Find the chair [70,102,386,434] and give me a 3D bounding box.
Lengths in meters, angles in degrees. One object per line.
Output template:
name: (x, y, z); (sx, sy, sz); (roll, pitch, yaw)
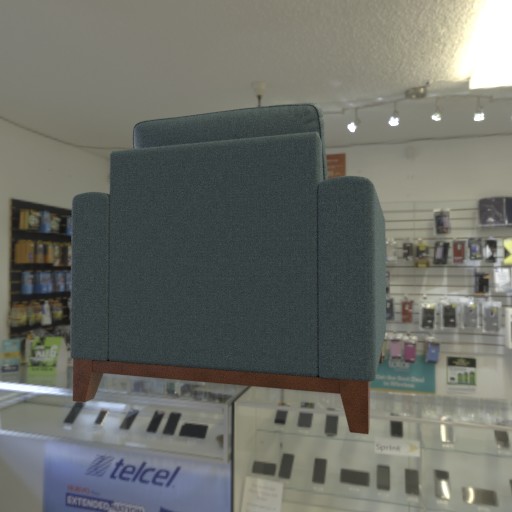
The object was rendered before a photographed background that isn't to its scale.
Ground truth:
chair: (0.000, 0.000, 1.867); (1.024, 1.010, 1.038); (0, -2, 18)
